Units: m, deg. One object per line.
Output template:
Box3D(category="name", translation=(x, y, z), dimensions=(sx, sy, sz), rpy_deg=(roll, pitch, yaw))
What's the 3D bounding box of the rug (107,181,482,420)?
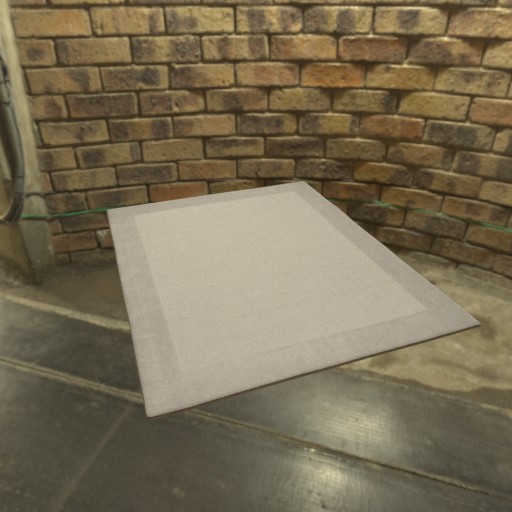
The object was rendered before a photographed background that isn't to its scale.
Box3D(category="rug", translation=(0.000, 0.000, 4.066), dimensions=(2.430, 0.018, 2.976), rpy_deg=(-11, 33, -17))
